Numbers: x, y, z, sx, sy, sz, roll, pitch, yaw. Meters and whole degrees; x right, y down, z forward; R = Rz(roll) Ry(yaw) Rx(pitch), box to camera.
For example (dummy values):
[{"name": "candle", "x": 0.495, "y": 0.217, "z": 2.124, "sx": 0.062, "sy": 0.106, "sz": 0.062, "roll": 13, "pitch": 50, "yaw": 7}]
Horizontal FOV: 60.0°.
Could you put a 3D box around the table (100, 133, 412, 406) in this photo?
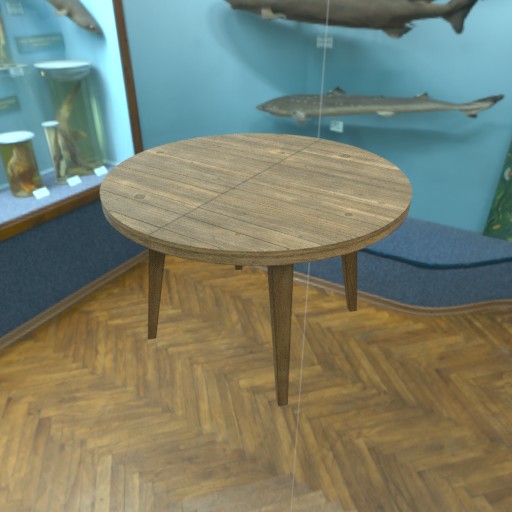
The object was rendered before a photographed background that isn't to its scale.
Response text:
[{"name": "table", "x": 0.000, "y": 0.000, "z": 1.993, "sx": 1.213, "sy": 0.764, "sz": 1.213, "roll": 0, "pitch": 31, "yaw": 0}]
